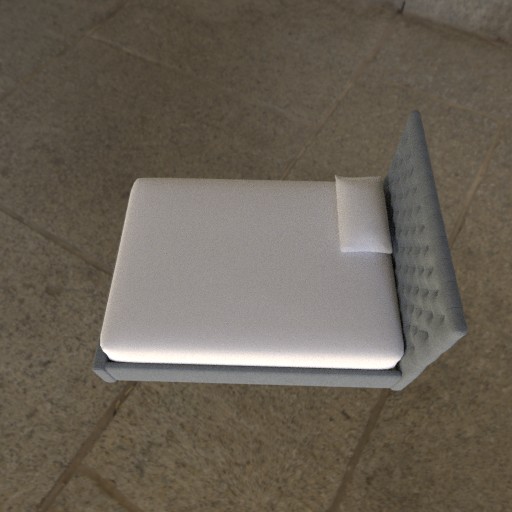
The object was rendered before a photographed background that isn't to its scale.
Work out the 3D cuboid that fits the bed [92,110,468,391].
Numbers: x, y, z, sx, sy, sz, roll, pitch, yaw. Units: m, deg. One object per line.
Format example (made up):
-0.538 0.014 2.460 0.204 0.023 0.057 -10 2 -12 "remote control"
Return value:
0.000 0.000 3.376 2.335 1.411 1.698 1 60 1 "bed"
